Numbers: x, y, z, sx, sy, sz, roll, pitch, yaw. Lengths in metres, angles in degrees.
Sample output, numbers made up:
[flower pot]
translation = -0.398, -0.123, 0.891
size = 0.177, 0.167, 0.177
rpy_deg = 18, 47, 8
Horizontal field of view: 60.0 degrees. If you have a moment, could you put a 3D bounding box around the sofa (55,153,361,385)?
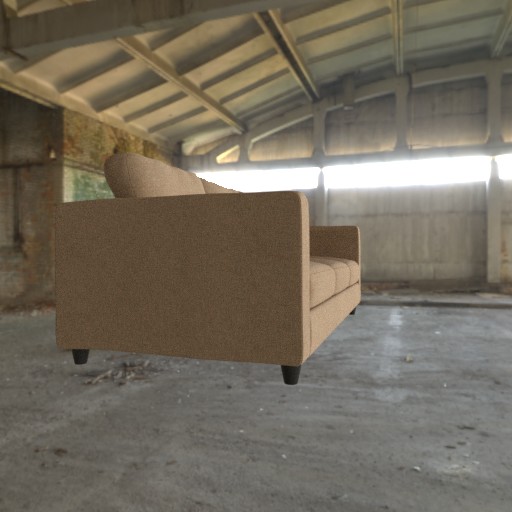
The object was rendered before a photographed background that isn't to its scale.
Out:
[sofa]
translation = 0.000, 0.000, 2.334
size = 0.930, 0.800, 1.855
rpy_deg = 0, 0, 18
